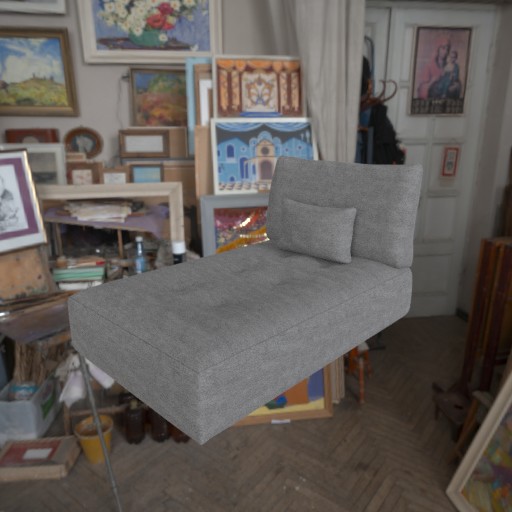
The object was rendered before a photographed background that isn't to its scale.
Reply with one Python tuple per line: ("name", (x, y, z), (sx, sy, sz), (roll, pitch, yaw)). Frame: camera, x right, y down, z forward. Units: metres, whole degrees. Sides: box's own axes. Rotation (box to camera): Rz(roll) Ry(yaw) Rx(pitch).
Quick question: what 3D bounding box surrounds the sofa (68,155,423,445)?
("sofa", (0.000, 0.000, 2.055), (0.930, 0.820, 1.450), (15, 22, 42))
